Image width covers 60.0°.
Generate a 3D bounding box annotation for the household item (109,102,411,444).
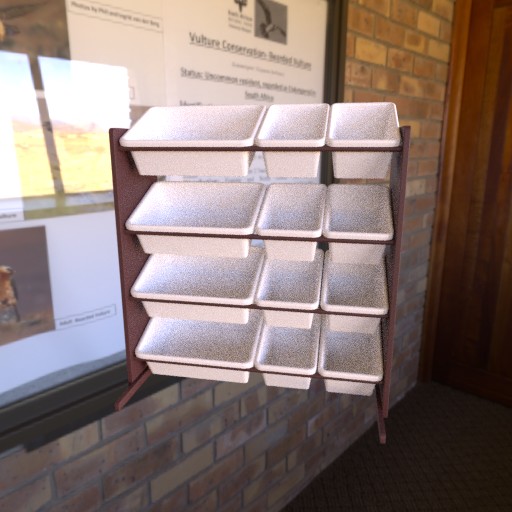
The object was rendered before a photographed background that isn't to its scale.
[{"bbox_3d":[0.000,0.000,1.289,0.787,0.864,0.389,3,14,11],"label":"household item"}]
